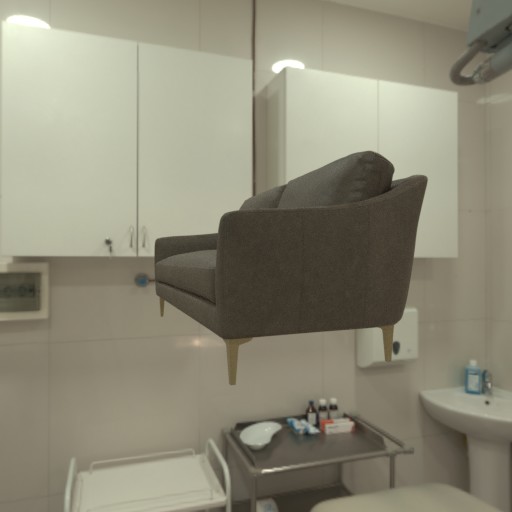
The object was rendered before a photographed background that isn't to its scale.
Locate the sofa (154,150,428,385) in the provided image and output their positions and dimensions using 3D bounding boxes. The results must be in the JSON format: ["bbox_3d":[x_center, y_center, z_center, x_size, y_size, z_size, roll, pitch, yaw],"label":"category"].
[{"bbox_3d":[0.000,0.000,2.574,0.960,0.902,2.036,0,0,-19],"label":"sofa"}]
